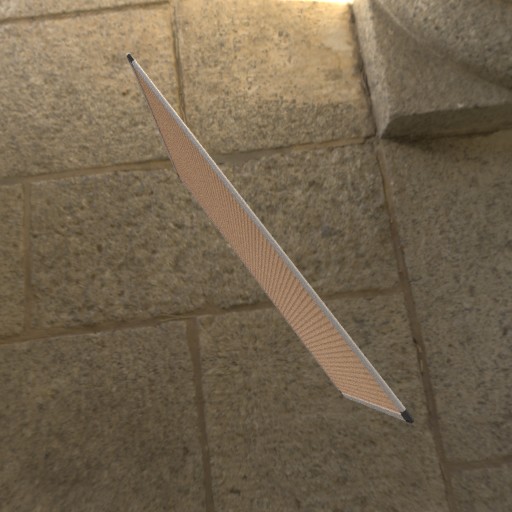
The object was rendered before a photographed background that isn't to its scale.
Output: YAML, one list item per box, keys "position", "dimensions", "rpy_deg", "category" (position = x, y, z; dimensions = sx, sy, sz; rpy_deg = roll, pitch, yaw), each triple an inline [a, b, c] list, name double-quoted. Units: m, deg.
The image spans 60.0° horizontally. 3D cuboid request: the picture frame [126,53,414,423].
- position: [0.000, 0.000, 1.123]
  dimensions: [0.010, 0.600, 0.900]
  rpy_deg: [-36, 79, -8]
  category: "picture frame"
